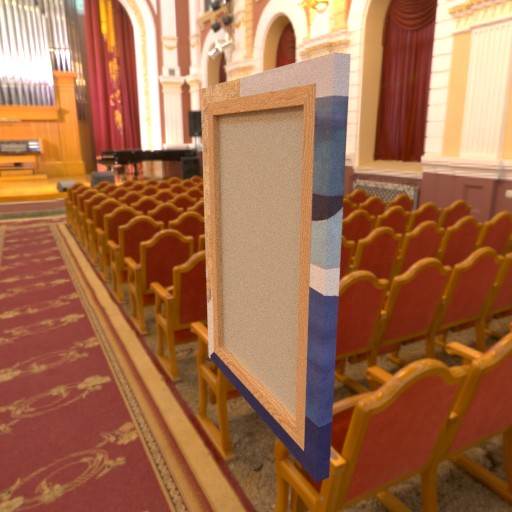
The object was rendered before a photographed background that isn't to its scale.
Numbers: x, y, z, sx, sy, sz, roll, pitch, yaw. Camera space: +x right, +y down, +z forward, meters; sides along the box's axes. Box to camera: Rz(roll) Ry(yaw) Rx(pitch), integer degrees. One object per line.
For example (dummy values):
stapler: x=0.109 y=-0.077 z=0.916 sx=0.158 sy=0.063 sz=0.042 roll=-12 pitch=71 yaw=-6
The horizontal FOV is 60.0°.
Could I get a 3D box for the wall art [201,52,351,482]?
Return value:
wall art: x=0.000 y=0.000 z=0.808 sx=0.026 sy=0.613 sz=0.458 roll=-8 pitch=17 yaw=-26
